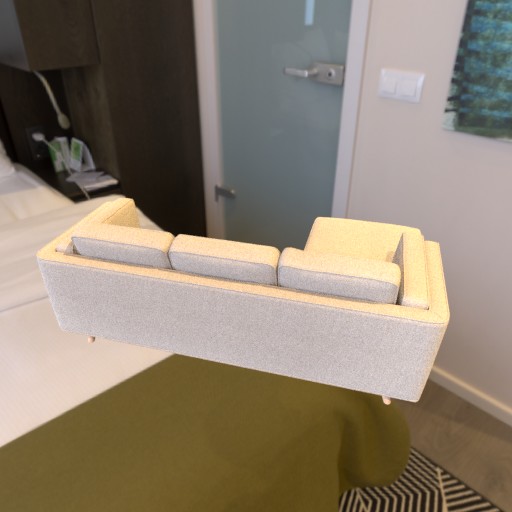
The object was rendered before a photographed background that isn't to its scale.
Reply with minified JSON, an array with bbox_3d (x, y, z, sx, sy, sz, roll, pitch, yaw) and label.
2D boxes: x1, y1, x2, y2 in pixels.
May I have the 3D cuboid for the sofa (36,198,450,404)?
[{"bbox_3d":[0.000,0.000,3.209,2.411,0.929,1.604,8,32,13],"label":"sofa"}]
